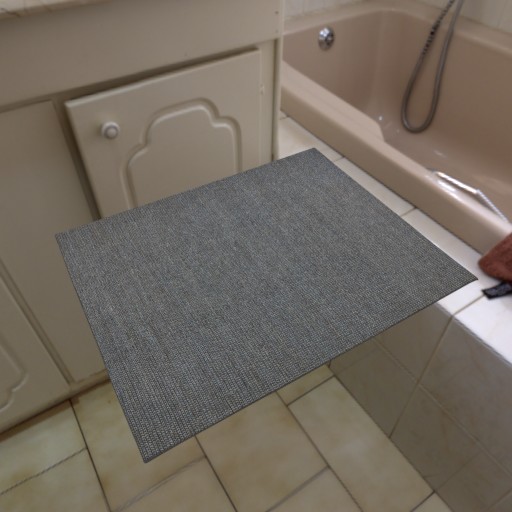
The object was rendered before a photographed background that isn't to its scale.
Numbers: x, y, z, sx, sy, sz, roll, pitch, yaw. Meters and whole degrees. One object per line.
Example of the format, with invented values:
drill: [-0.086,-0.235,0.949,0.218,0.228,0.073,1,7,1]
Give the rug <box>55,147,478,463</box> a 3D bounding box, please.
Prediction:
rug: [0.000,0.000,4.055,3.068,0.021,2.456,-23,50,-21]
